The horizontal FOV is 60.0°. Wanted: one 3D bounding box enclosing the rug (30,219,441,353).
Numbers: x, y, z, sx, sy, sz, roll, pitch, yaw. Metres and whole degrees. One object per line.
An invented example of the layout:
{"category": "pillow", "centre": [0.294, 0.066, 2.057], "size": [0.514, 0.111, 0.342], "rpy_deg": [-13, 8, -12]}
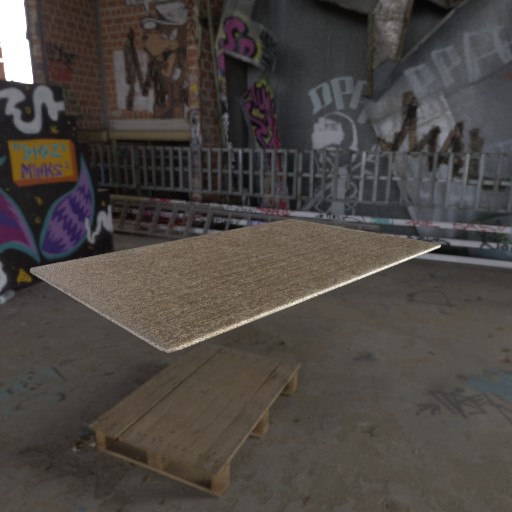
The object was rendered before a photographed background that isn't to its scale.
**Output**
{"category": "rug", "centre": [0.000, 0.000, 3.059], "size": [2.469, 0.024, 1.539], "rpy_deg": [-14, 21, -43]}
